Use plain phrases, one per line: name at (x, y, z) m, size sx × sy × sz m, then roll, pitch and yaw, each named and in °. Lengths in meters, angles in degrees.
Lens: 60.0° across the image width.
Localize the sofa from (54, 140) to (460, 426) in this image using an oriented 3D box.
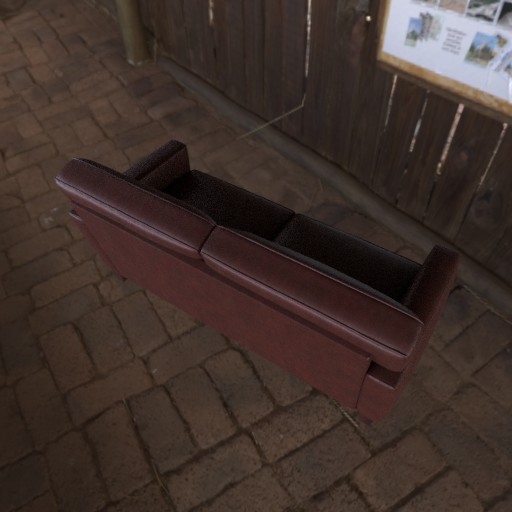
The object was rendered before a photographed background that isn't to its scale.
sofa at (0.000, 0.000, 2.349) m, size 1.876 × 0.928 × 0.912 m, roll 26°, pitch 52°, yaw 22°
